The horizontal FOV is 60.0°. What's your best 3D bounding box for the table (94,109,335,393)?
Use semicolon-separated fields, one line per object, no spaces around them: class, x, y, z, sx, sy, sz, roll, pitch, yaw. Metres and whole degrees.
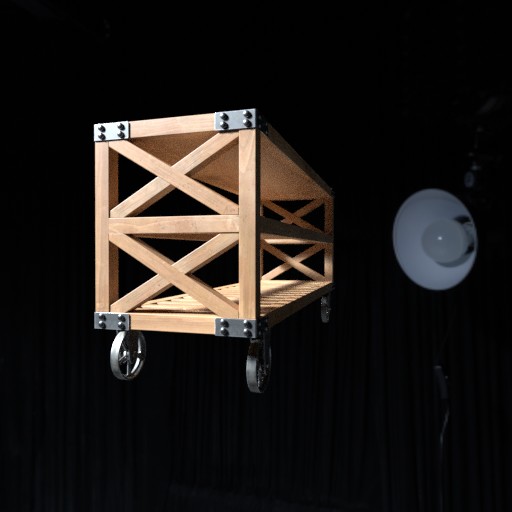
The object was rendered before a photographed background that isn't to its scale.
table;0.000;0.000;1.826;0.467;0.711;1.487;0;0;17
